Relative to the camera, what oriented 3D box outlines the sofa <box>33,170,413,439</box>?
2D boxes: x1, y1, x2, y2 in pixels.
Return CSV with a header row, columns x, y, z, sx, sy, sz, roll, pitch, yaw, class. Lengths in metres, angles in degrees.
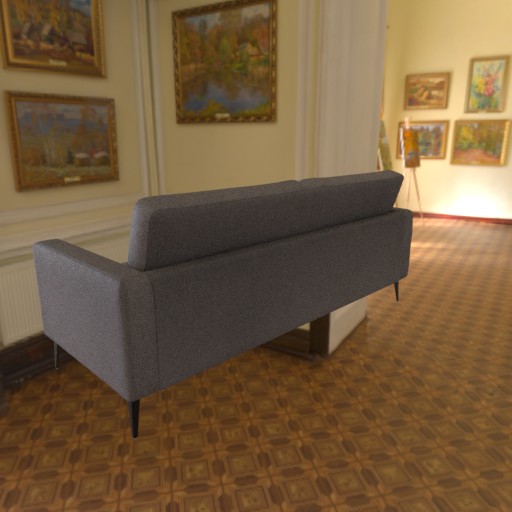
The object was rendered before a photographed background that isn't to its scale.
x,y,z,sx,sy,sz,roll,pitch,yaw,class
0.000,0.000,2.300,1.925,0.828,0.774,-15,21,-43,sofa
